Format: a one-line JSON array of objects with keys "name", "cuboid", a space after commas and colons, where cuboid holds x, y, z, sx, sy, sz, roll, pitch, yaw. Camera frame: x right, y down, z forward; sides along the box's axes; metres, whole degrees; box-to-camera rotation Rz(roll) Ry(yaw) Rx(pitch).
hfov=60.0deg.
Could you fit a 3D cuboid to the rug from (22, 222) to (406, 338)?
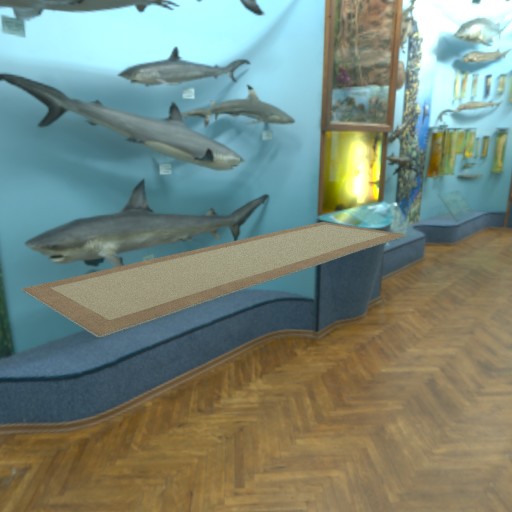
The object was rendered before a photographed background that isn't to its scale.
[{"name": "rug", "cuboid": [0.000, 0.000, 2.694, 0.767, 0.012, 2.430, 14, 20, 42]}]
